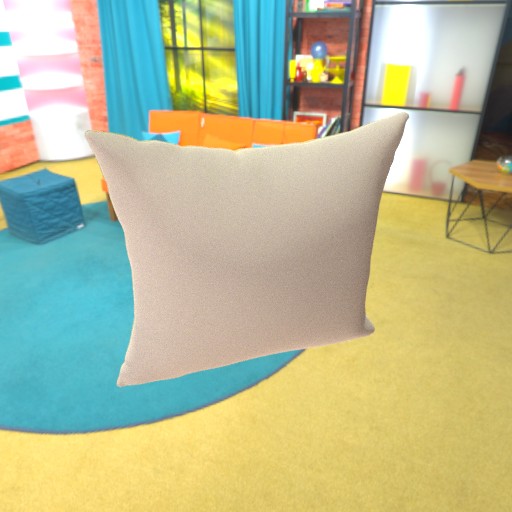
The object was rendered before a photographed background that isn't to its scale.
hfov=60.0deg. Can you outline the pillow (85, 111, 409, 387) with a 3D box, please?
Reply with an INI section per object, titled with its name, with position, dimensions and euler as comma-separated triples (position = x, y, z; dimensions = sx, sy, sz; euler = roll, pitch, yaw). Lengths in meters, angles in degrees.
[pillow]
position = 0.000, 0.000, 0.811
dimensions = 0.560, 0.487, 0.229
euler = -9, 30, -15
